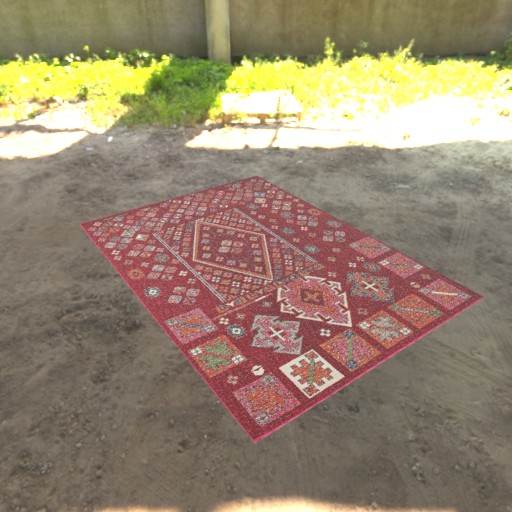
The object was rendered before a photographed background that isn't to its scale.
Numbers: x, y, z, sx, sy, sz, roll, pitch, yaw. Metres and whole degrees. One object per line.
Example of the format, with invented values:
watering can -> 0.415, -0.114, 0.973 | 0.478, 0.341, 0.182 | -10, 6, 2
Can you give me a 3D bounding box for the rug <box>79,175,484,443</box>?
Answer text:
rug -> 0.000, 0.000, 4.298 | 2.389, 0.011, 3.306 | -21, 38, -29
